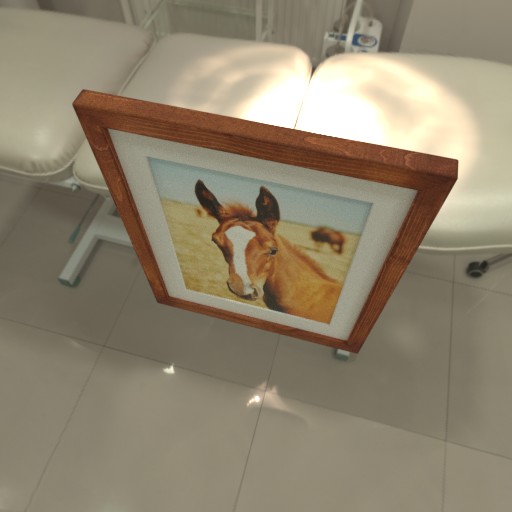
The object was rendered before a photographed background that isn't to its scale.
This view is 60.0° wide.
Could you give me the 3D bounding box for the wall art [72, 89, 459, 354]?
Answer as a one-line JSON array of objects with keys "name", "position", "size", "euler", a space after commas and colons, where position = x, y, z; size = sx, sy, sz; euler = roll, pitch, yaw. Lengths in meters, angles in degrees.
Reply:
[{"name": "wall art", "position": [0.000, 0.000, 0.756], "size": [0.462, 0.558, 0.030], "euler": [13, 59, 8]}]
